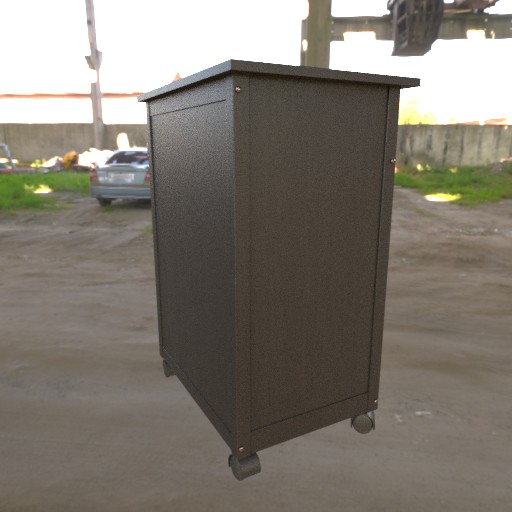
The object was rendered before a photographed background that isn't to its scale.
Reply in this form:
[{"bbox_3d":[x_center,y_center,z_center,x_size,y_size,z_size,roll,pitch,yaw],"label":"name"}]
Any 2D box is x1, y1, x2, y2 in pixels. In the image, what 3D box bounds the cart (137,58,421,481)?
[{"bbox_3d":[0.000,0.000,1.236,0.456,0.879,0.660,-7,16,-28],"label":"cart"}]
